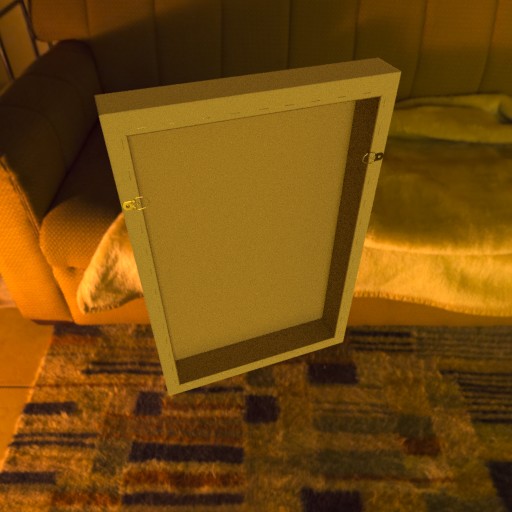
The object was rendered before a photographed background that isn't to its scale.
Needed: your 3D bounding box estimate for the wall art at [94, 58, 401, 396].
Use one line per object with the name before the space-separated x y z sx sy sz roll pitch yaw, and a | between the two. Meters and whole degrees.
wall art | 0.000 0.000 0.490 0.252 0.381 0.039 -14 44 -15
